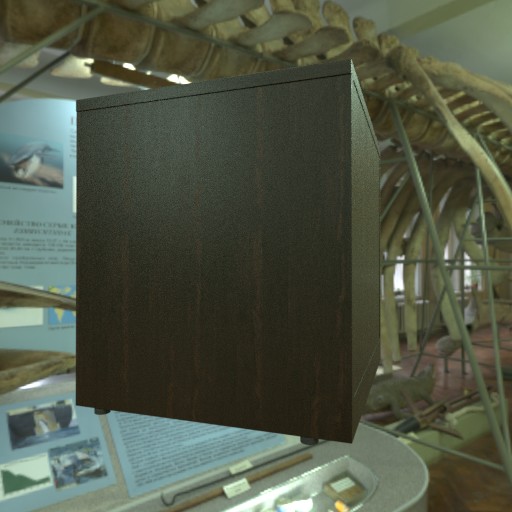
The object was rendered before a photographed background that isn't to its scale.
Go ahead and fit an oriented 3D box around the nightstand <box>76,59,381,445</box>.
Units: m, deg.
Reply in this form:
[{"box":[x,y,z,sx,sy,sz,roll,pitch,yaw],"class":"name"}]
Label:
[{"box":[0.000,0.000,0.851,0.427,0.487,0.489,0,0,20],"class":"nightstand"}]
